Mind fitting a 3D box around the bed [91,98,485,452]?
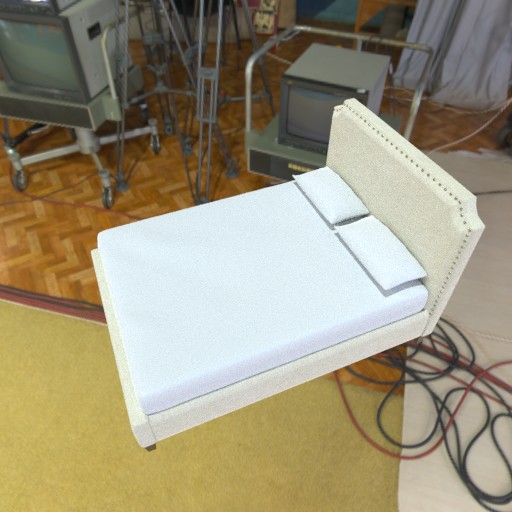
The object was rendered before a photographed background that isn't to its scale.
[{"bbox_3d":[0.000,0.000,3.402,2.381,1.457,1.713,-17,48,-16],"label":"bed"}]
